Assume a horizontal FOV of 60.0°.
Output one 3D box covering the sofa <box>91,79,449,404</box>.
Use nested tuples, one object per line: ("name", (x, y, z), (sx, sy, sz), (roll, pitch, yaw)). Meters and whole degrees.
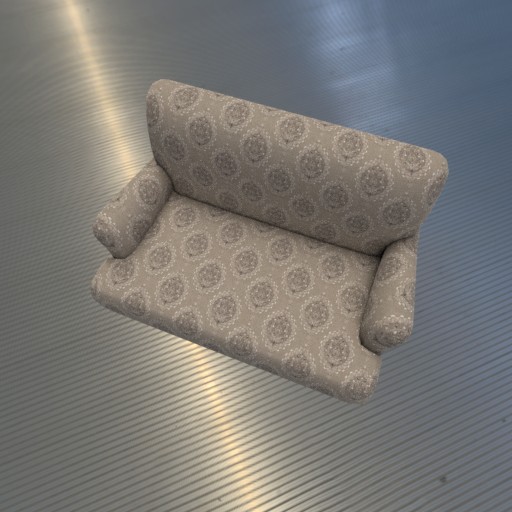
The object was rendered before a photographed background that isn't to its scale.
("sofa", (0.000, 0.000, 1.842), (1.297, 0.889, 0.779), (19, 61, 11))
